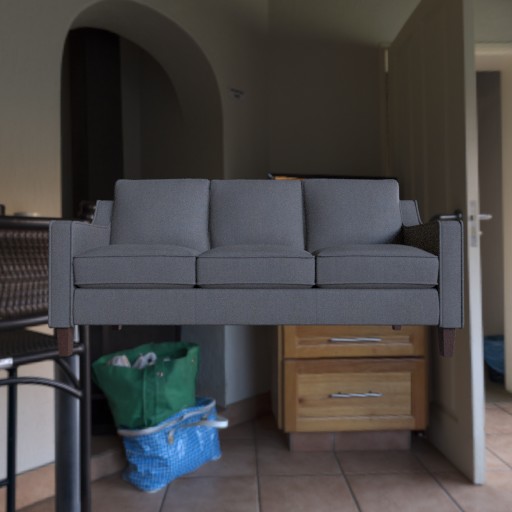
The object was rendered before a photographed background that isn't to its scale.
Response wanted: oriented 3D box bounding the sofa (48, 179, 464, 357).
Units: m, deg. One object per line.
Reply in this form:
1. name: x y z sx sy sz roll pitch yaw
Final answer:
1. sofa: 0.000 0.000 2.546 1.986 0.974 0.911 0 0 0
